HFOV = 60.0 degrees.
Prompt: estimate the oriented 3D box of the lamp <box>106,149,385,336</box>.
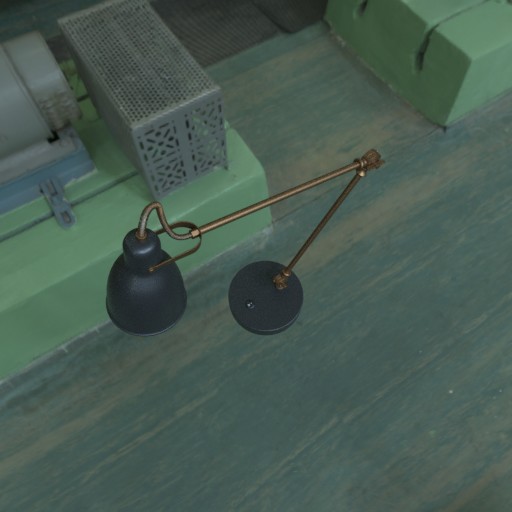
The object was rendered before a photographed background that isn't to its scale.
[{"bbox_3d":[0.000,0.000,0.863,0.561,0.587,0.187,-32,68,-14],"label":"lamp"}]
